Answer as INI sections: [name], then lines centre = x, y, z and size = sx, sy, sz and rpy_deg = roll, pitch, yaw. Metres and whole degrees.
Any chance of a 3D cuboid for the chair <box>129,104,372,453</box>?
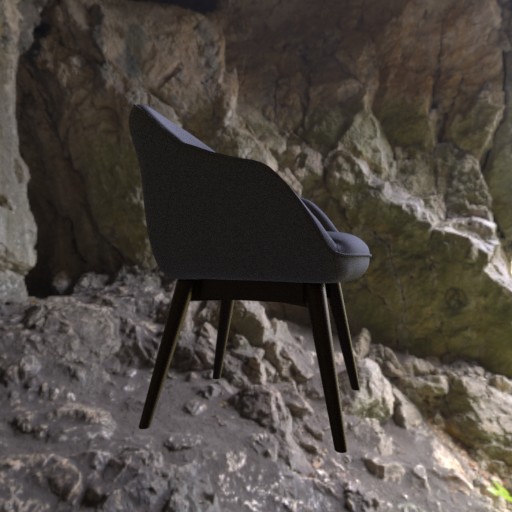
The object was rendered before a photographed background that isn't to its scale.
[chair]
centre = 0.000, 0.000, 1.211
size = 0.611, 0.810, 0.589
rpy_deg = 0, -1, 16
